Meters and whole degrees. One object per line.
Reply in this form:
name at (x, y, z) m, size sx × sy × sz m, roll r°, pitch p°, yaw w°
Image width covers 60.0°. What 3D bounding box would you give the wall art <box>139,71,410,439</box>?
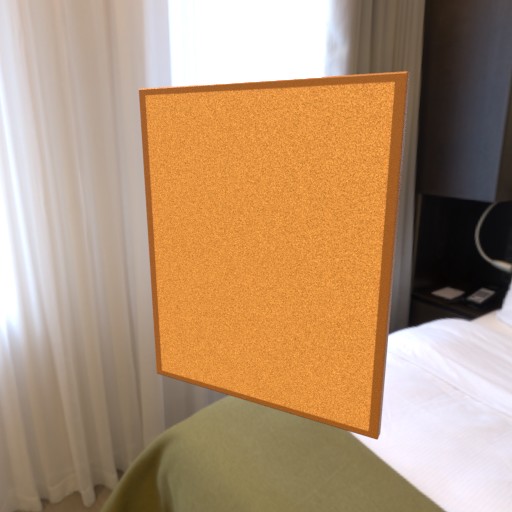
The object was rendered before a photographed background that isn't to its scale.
wall art at (0.000, 0.000, 0.515) m, size 0.310 × 0.379 × 0.015 m, roll 8°, pitch 17°, yaw 27°
